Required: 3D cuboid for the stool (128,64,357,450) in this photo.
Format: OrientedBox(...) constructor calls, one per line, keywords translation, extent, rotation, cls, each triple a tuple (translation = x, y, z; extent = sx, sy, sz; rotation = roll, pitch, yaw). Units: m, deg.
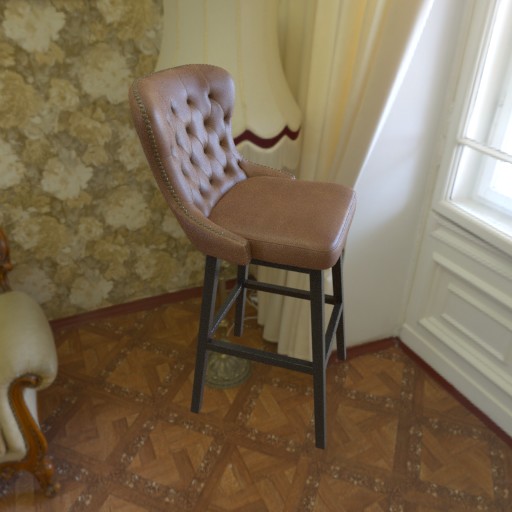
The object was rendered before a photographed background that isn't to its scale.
OrientedBox(translation=(0.000, 0.000, 1.380), extent=(0.601, 1.050, 0.528), rotation=(10, 32, 16), cls="stool")
